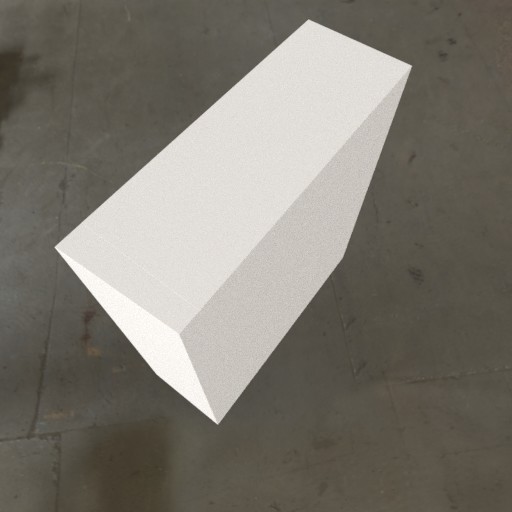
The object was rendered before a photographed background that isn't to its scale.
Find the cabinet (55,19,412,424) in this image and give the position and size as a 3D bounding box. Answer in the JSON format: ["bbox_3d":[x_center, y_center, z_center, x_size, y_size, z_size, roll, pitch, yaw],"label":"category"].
[{"bbox_3d":[0.000,0.000,1.603,0.348,1.150,0.990,33,66,17],"label":"cabinet"}]
